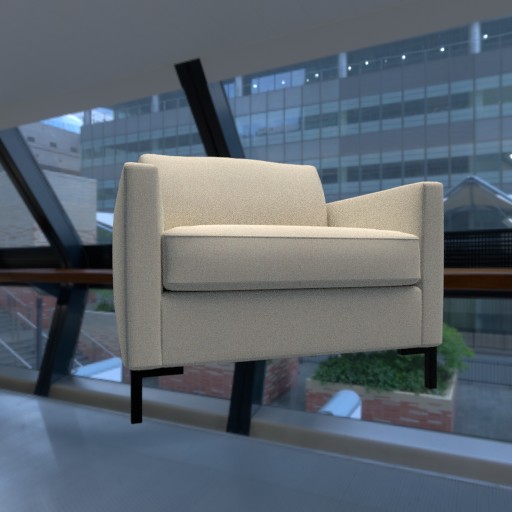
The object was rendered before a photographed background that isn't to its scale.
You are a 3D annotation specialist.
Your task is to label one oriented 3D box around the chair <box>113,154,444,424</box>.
[{"bbox_3d":[0.000,0.000,1.578,0.964,0.806,0.875,0,0,-19],"label":"chair"}]
